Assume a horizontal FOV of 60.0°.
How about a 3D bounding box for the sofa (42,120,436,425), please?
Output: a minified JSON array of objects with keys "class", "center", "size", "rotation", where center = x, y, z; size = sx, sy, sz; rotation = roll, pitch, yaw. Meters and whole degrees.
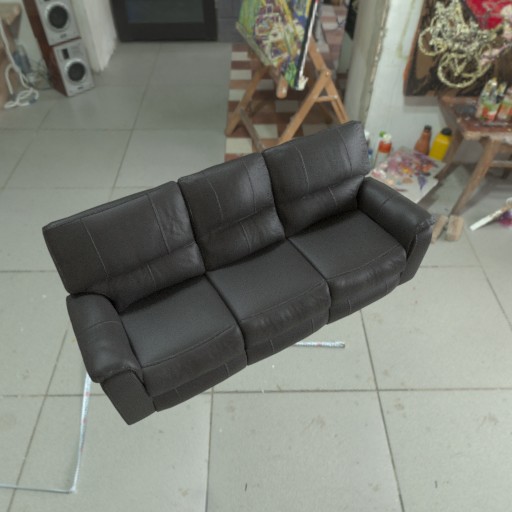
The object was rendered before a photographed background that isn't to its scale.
[{"class":"sofa","center":[0.000,0.000,3.232],"size":[2.627,1.134,1.104],"rotation":[-23,51,-20]}]
